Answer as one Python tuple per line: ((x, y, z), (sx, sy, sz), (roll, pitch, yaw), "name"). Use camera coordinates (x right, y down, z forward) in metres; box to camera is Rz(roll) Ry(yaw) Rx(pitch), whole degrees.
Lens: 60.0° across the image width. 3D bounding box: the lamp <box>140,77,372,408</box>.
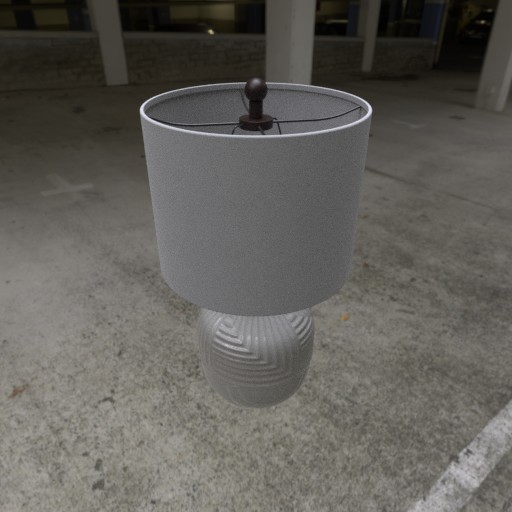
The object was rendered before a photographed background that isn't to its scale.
((0.000, 0.000, 0.750), (0.318, 0.567, 0.318), (0, 31, 0), "lamp")
